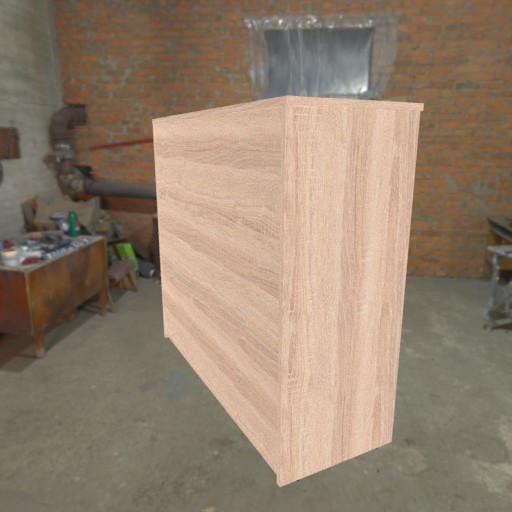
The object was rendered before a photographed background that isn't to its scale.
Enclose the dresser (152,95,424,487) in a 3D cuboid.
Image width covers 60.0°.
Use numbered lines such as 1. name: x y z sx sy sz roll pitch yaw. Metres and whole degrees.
1. dresser: 0.000 0.000 1.466 0.380 0.900 0.980 -7 16 -27
